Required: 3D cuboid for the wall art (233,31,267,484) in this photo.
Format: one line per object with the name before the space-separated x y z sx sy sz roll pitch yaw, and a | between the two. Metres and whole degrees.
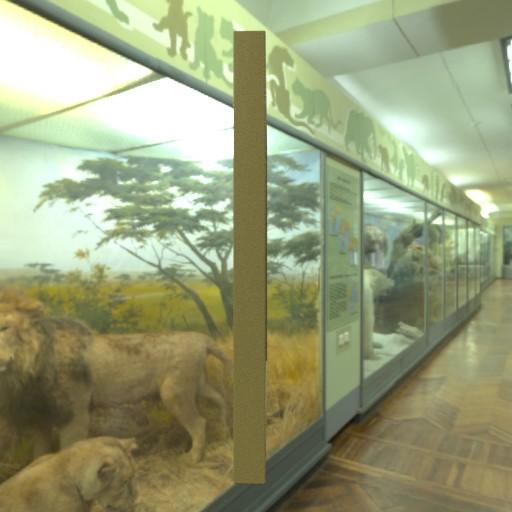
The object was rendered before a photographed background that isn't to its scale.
wall art | 0.000 0.000 0.751 0.036 0.509 0.509 0 1 2
